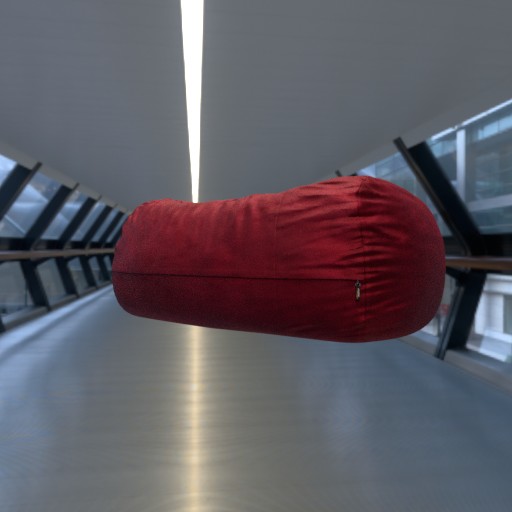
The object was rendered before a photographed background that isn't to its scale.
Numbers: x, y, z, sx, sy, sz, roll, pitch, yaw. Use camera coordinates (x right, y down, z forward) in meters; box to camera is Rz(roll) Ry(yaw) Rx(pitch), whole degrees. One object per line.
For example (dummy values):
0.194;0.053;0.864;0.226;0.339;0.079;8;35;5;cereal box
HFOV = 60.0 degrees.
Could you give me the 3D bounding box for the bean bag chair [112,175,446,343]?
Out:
0.000;0.000;2.898;2.293;0.867;1.216;0;0;37;bean bag chair
